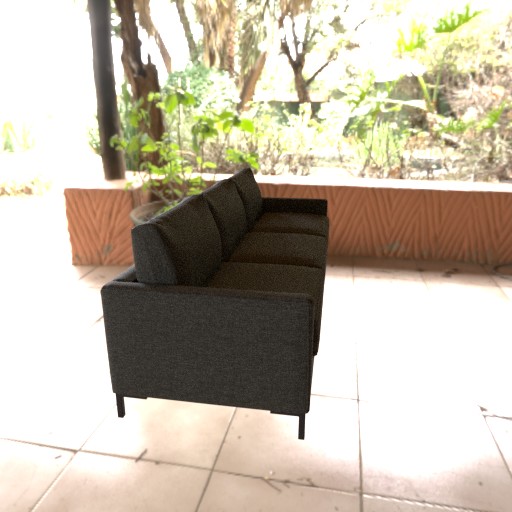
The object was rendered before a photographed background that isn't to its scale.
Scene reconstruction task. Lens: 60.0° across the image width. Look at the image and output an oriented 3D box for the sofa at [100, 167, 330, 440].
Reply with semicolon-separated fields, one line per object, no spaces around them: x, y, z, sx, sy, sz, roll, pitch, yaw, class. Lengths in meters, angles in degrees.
0.000;0.000;2.781;0.876;0.879;2.253;3;17;10;sofa
